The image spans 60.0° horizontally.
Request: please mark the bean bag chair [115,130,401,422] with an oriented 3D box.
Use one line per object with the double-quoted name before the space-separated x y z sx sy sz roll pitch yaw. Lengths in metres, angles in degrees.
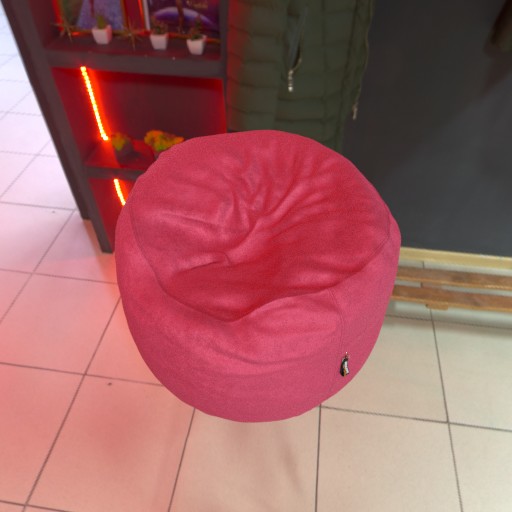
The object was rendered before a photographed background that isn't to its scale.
"bean bag chair" 0.000 0.000 1.965 1.218 0.788 1.218 0 46 0
